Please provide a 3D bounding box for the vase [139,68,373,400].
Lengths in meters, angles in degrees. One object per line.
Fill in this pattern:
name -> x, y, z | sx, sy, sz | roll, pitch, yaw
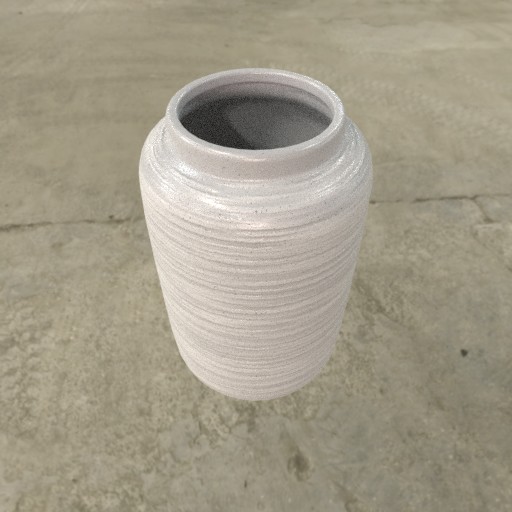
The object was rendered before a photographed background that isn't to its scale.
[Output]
vase -> 0.000, 0.000, 0.462 | 0.202, 0.335, 0.202 | 0, 46, 0
